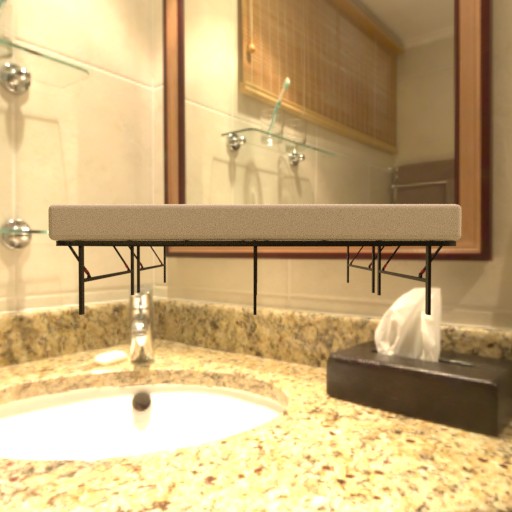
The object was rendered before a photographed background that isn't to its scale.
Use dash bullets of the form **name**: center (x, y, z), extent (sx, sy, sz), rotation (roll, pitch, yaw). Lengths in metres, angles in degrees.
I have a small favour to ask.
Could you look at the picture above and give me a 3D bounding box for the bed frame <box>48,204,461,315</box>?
- **bed frame**: center (0.000, 0.000, 3.072), extent (1.935, 0.525, 2.033), rotation (0, 1, 0)
